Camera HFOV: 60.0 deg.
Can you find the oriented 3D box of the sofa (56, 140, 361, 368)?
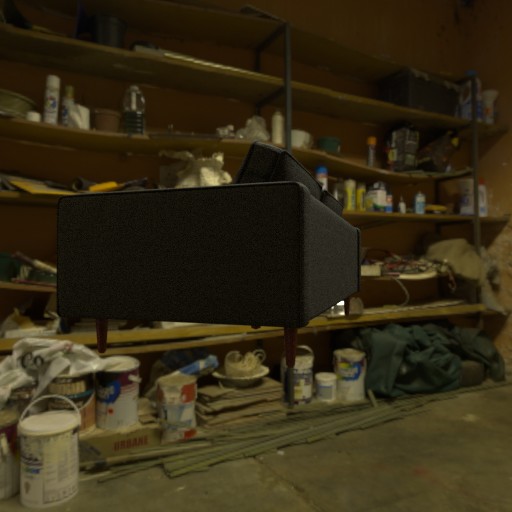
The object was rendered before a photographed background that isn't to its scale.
[{"bbox_3d":[0.000,0.000,2.306,0.914,0.759,1.875,0,-1,18],"label":"sofa"}]
